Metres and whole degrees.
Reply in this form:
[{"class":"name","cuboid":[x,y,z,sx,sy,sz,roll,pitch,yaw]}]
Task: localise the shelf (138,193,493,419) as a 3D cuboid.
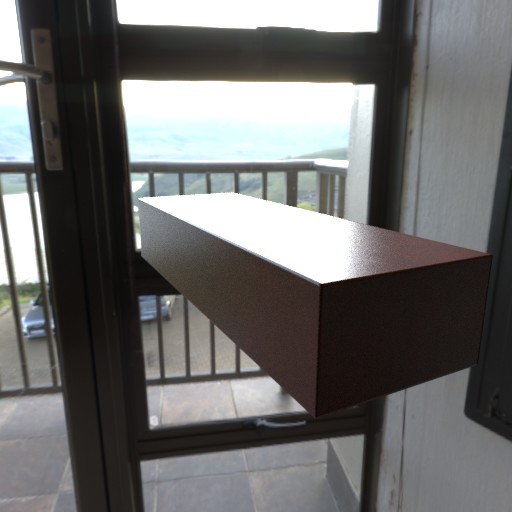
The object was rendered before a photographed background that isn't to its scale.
[{"class":"shelf","cuboid":[0.000,0.000,0.497,0.152,0.088,0.457,-7,16,-26]}]
